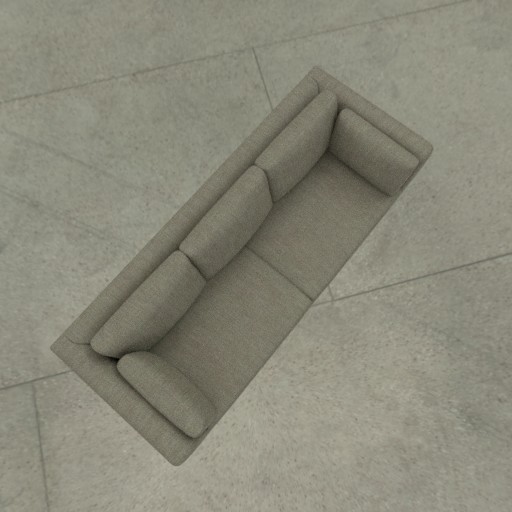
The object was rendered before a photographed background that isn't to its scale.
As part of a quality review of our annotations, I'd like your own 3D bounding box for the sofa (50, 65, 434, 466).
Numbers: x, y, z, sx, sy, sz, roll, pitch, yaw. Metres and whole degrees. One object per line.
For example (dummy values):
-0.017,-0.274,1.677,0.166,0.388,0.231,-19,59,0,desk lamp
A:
0.000,0.000,2.911,0.969,0.867,2.415,39,78,10,sofa
